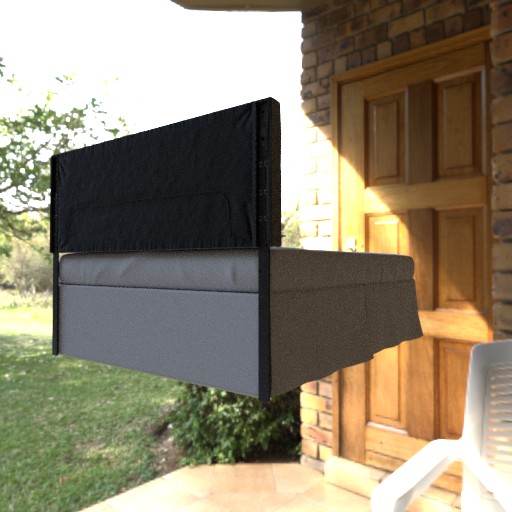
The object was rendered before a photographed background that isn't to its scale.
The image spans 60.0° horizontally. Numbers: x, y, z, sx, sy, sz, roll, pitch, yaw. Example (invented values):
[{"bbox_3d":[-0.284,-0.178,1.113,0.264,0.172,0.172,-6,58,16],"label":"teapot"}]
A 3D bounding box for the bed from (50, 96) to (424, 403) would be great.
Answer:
[{"bbox_3d":[0.000,0.000,2.929,1.621,1.168,1.958,-1,-1,36],"label":"bed"}]
